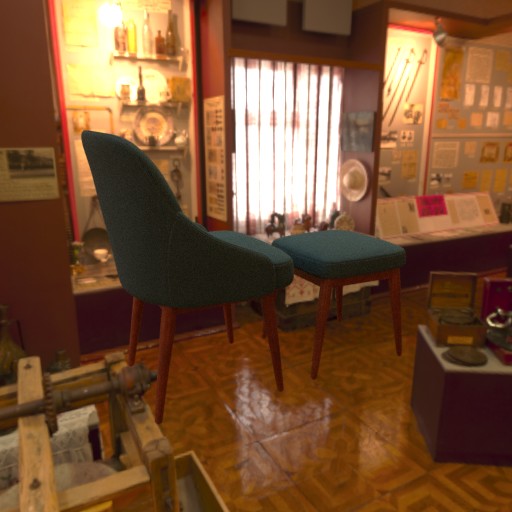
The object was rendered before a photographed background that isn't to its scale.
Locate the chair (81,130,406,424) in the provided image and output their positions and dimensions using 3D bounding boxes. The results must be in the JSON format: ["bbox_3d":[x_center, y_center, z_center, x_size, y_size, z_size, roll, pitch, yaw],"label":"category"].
[{"bbox_3d":[0.000,0.000,1.612,1.114,0.866,0.584,-7,16,-26],"label":"chair"}]
